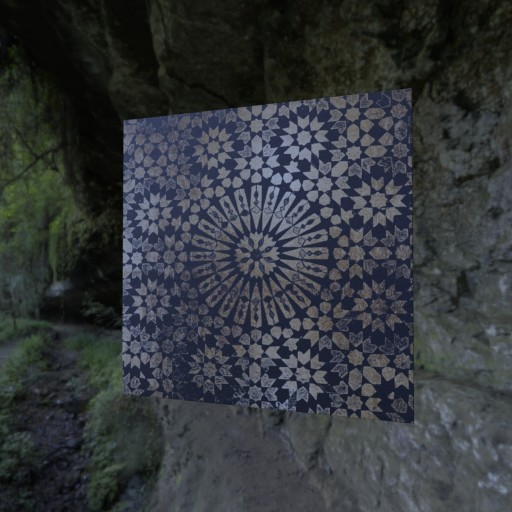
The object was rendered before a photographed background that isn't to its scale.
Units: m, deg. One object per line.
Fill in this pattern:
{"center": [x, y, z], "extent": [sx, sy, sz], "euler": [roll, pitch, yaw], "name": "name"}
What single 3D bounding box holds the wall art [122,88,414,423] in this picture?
{"center": [0.000, 0.000, 0.915], "extent": [0.612, 0.612, 0.038], "euler": [0, -1, 17], "name": "wall art"}
